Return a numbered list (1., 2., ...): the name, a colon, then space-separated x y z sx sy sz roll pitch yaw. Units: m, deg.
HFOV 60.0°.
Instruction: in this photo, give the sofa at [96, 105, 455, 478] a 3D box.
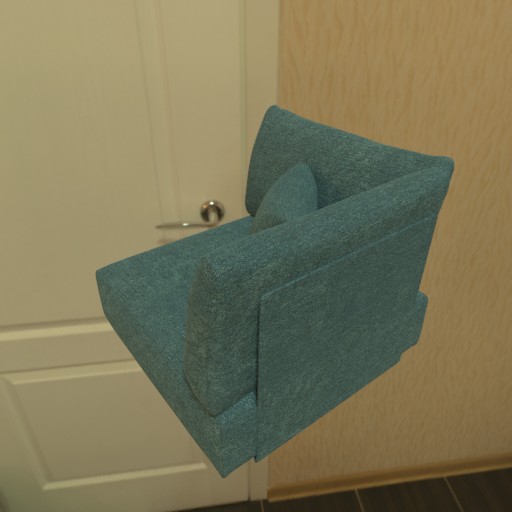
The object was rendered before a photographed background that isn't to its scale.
1. sofa: 0.000 0.000 1.693 1.000 0.820 1.000 -22 39 -31
